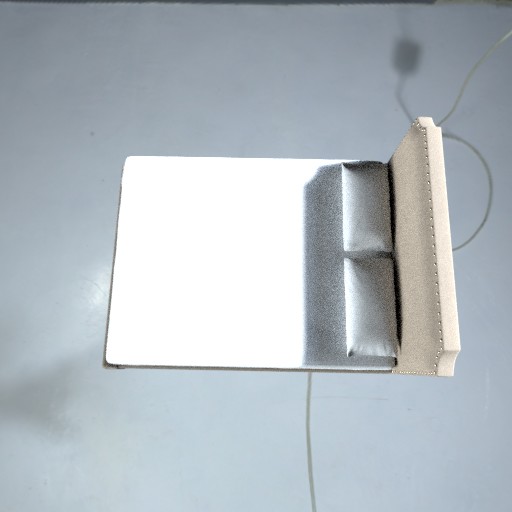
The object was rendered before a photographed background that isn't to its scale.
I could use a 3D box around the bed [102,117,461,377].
[{"bbox_3d":[0.000,0.000,3.341,2.329,1.415,1.703,1,76,0],"label":"bed"}]
